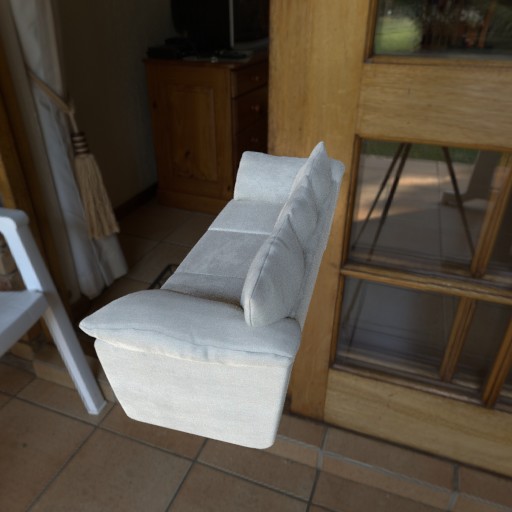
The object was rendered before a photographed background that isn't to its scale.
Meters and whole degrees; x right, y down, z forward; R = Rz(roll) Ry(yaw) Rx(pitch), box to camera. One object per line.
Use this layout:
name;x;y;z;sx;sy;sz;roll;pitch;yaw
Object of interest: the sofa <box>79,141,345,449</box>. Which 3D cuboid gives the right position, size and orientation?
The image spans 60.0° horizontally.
sofa;0.000;0.000;2.800;0.893;0.981;2.377;8;31;13
